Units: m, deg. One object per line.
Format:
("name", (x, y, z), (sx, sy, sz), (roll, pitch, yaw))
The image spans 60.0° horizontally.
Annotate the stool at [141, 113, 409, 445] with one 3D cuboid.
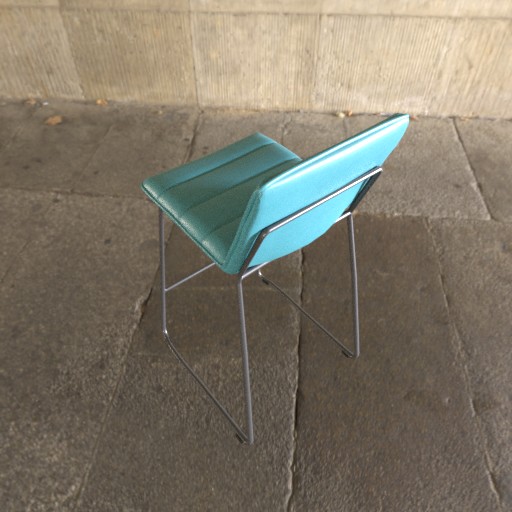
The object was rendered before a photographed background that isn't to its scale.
("stool", (0.000, 0.000, 1.232), (0.489, 0.936, 0.524), (-30, 53, -26))
